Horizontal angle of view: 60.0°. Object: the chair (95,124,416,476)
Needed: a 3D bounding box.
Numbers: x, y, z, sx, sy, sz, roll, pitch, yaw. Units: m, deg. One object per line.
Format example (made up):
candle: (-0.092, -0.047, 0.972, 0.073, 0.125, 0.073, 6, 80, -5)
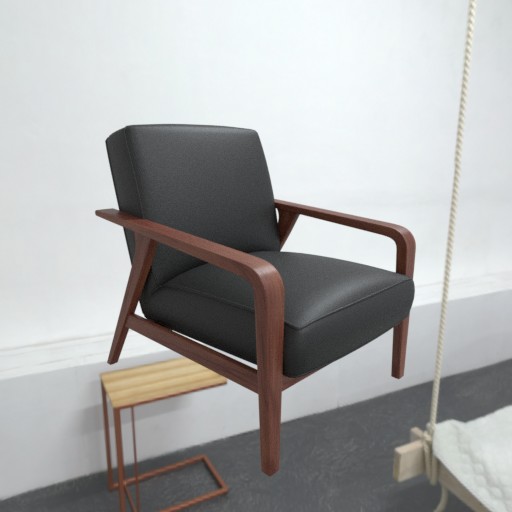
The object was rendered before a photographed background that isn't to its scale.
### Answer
chair: (0.000, 0.000, 1.482, 0.889, 0.861, 0.719, 13, 19, 43)
